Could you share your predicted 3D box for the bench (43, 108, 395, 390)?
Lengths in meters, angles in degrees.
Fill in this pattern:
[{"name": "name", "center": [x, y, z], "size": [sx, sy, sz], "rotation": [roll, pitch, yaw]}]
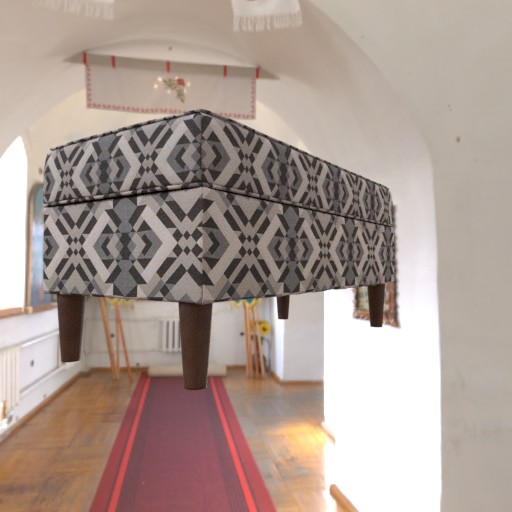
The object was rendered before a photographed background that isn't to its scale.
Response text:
[{"name": "bench", "center": [0.000, 0.000, 1.264], "size": [0.492, 0.477, 1.016], "rotation": [-1, -1, 35]}]
